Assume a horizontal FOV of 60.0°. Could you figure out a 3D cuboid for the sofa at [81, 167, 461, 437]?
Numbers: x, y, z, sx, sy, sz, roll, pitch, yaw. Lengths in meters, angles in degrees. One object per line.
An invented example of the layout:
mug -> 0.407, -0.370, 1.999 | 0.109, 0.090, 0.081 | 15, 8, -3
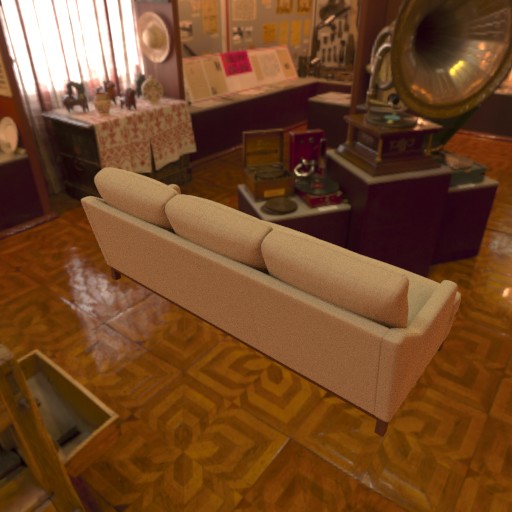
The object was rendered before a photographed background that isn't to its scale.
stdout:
sofa -> 0.000, 0.000, 2.854 | 2.321, 0.913, 1.000 | 23, 38, 33
